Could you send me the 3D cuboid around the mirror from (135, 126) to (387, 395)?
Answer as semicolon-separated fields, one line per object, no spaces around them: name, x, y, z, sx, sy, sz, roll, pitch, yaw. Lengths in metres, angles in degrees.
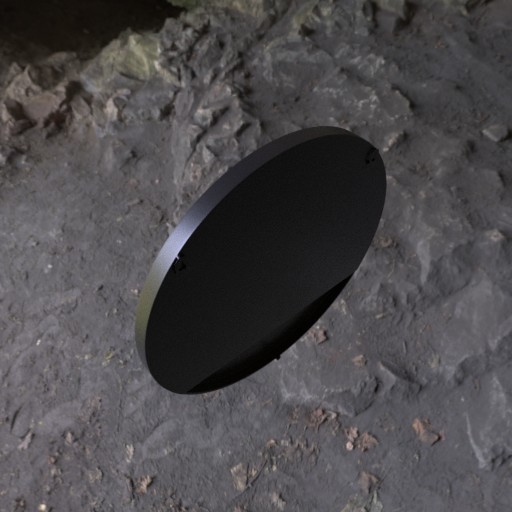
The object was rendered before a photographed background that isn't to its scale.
mirror;0.000;0.000;0.693;0.457;0.457;0.133;-31;54;-26
